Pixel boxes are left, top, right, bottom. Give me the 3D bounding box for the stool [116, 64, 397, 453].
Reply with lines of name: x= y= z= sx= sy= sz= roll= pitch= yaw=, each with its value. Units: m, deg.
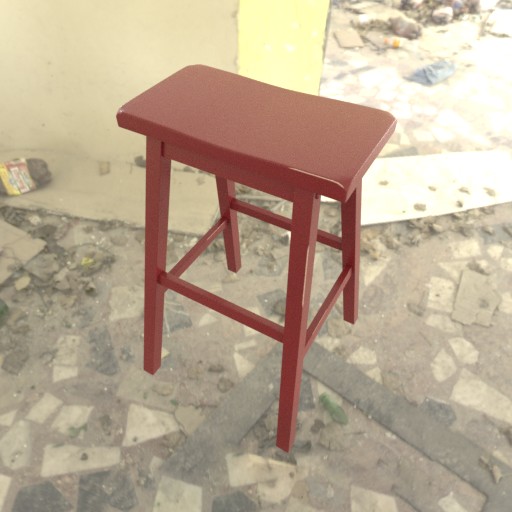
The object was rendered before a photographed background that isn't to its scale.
stool: x=0.000 y=0.000 z=1.050 sx=0.457 sy=0.737 sz=0.476 roll=22 pitch=50 yaw=20
